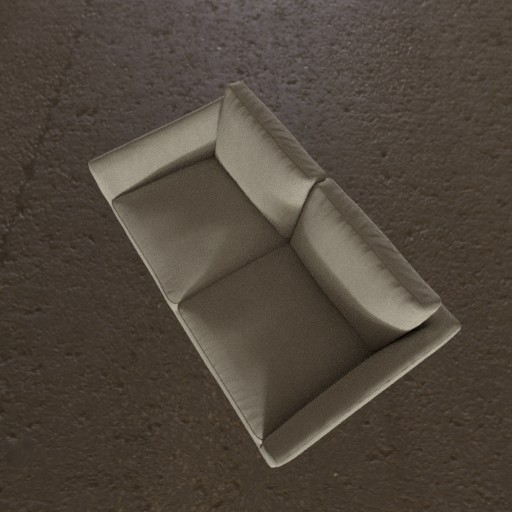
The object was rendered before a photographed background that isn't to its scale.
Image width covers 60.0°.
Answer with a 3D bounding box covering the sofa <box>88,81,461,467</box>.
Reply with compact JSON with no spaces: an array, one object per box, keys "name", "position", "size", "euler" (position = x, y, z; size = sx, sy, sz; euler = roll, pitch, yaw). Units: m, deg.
[{"name":"sofa","position":[0.000,0.000,2.499],"size":[1.091,0.839,1.905],"euler":[-31,67,-15]}]
